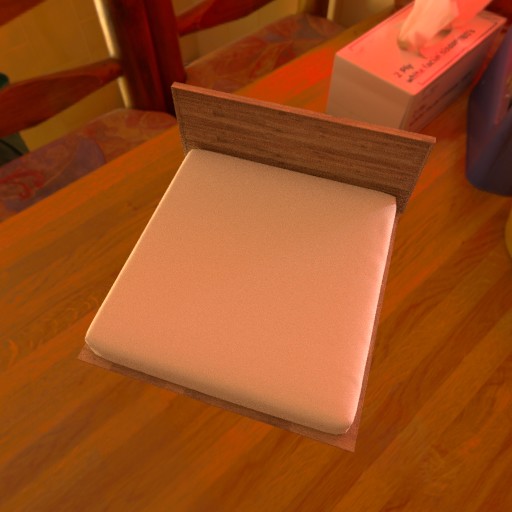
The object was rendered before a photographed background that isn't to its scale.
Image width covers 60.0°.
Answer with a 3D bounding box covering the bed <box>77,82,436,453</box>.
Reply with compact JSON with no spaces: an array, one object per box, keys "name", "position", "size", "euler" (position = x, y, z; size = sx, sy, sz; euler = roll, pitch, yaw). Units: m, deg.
[{"name":"bed","position":[0.000,0.000,3.388],"size":[2.116,1.100,2.167],"euler":[15,59,10]}]
